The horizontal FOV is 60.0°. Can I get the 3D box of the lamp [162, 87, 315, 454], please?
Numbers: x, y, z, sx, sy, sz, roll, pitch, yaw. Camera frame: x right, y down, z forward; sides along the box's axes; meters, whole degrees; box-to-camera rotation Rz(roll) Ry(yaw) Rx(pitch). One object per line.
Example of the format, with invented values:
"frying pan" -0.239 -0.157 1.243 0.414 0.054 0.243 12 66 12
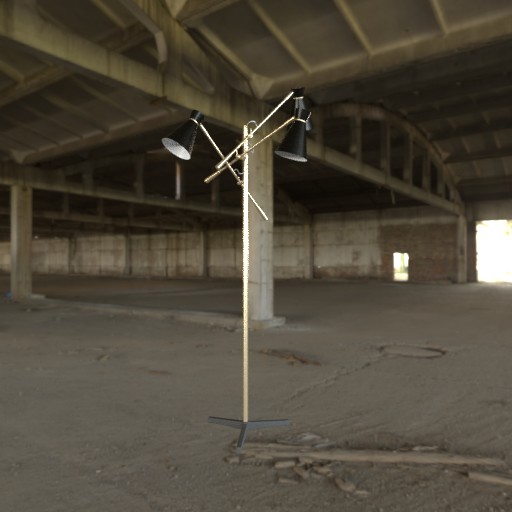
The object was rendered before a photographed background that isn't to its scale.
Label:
"lamp" 0.000 0.000 2.215 0.653 1.804 0.750 0 -1 36
